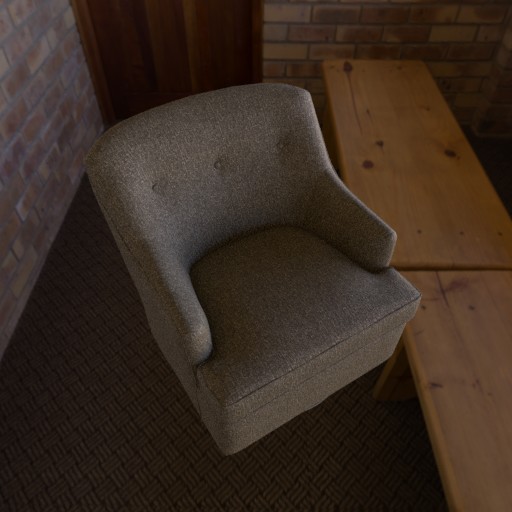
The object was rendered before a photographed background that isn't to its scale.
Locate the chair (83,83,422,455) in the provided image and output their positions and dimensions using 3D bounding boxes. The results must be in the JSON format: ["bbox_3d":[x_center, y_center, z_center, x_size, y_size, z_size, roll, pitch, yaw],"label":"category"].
[{"bbox_3d":[0.000,0.000,1.595,0.864,0.856,0.923,-24,51,-21],"label":"chair"}]
